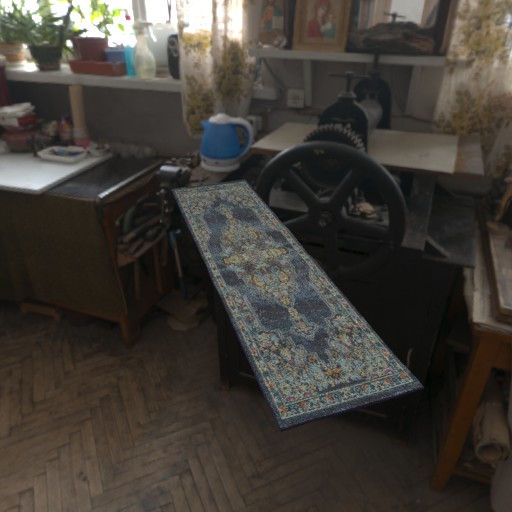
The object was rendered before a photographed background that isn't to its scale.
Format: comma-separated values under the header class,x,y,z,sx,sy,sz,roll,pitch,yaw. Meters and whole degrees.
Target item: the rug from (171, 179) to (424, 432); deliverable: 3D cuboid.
class,x,y,z,sx,sy,sz,roll,pitch,yaw
rug,0.000,0.000,2.552,0.602,0.016,2.283,-10,33,-16
